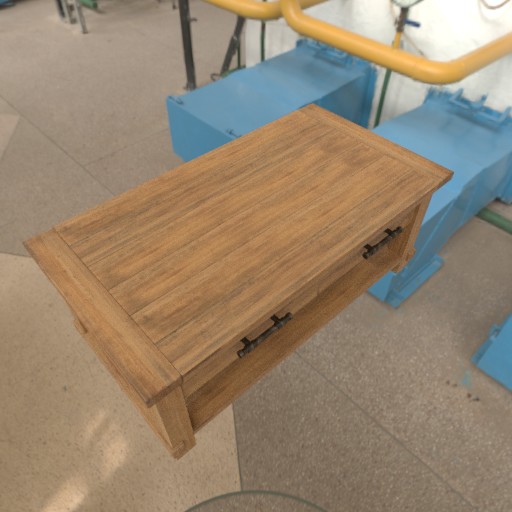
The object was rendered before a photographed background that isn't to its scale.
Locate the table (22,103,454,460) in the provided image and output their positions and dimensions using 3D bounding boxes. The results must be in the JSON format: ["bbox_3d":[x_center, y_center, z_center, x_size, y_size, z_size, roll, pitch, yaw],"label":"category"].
[{"bbox_3d":[0.000,0.000,1.616,1.270,0.494,0.693,-33,55,-28],"label":"table"}]
